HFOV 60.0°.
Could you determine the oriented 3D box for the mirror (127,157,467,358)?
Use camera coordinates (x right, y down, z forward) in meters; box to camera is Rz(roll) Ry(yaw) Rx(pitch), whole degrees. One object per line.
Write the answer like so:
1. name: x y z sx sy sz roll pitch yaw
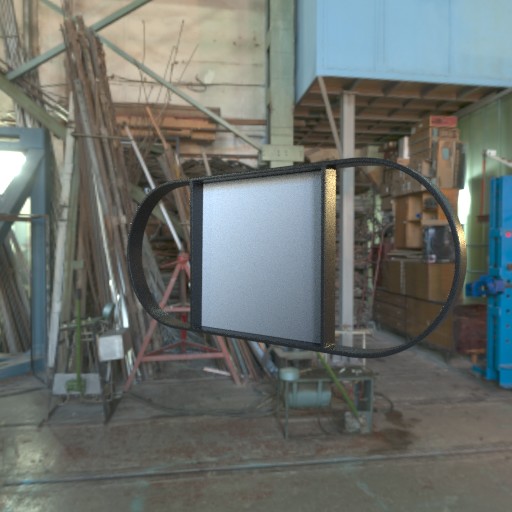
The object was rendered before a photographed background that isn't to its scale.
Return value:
1. mirror: 0.000 0.000 0.672 0.584 0.254 0.032 1 2 37
